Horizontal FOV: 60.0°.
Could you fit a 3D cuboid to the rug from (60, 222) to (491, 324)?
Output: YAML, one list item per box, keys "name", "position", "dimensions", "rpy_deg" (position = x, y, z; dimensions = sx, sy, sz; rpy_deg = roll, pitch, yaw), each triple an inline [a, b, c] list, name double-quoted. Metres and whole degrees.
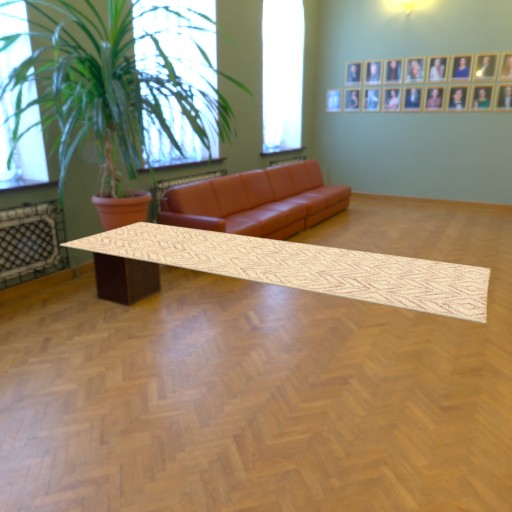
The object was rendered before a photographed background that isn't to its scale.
- name: "rug"
  position: [0.000, 0.000, 2.591]
  dimensions: [2.435, 0.009, 0.750]
  rpy_deg: [9, 19, 27]
